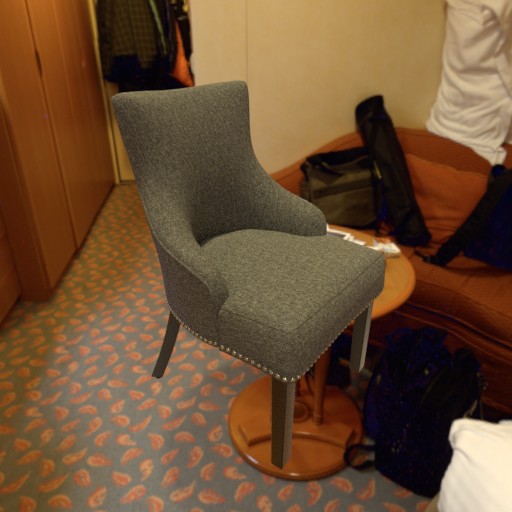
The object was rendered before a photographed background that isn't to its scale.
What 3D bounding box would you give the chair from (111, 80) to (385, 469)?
[{"bbox_3d":[0.000,0.000,1.299,0.629,0.909,0.566,18,31,32],"label":"chair"}]
